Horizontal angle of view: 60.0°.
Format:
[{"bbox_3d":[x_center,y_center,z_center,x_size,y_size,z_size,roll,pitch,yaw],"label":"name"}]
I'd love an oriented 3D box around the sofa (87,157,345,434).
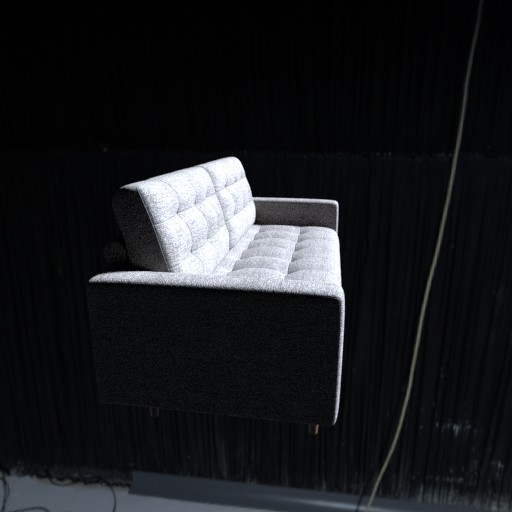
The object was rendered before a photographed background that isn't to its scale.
[{"bbox_3d":[0.000,0.000,2.275,0.863,0.902,1.821,3,16,9],"label":"sofa"}]
